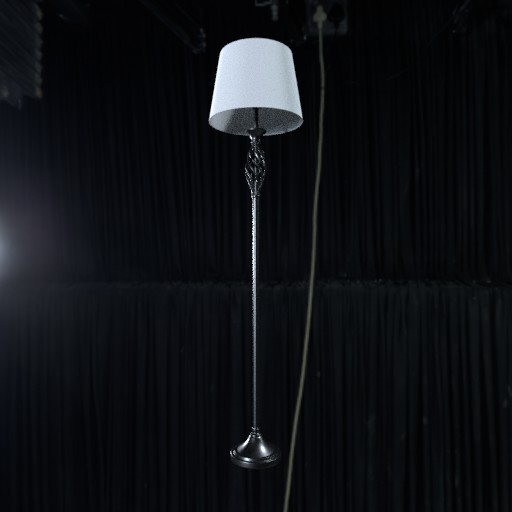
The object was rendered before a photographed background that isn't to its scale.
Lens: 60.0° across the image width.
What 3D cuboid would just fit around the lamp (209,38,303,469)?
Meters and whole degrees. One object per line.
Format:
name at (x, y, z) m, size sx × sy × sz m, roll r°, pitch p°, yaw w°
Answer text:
lamp at (0.000, 0.000, 1.793) m, size 0.379 × 1.623 × 0.379 m, roll 0°, pitch 0°, yaw 0°
